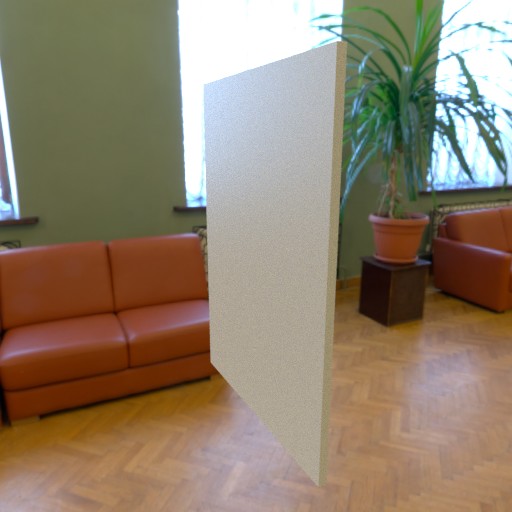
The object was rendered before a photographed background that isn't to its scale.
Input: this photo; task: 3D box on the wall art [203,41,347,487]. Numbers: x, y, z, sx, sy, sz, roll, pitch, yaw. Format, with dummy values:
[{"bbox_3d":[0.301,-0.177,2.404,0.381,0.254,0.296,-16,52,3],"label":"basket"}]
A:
[{"bbox_3d":[0.000,0.000,0.676,0.013,0.533,0.381,-7,16,-26],"label":"wall art"}]
